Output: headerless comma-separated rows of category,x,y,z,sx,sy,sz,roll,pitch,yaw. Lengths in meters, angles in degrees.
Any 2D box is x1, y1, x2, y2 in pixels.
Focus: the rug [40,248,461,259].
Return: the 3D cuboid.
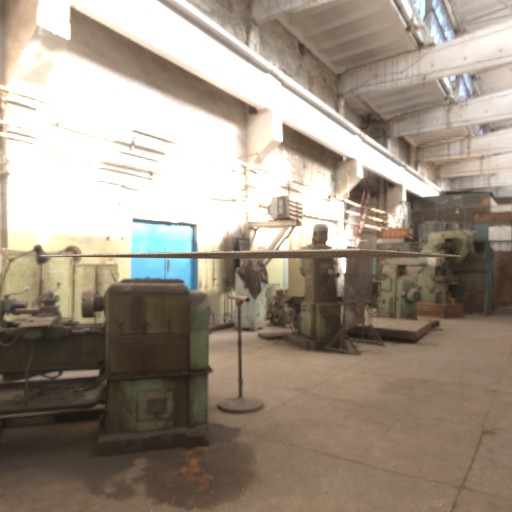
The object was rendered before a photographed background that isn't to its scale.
rug,0.000,0.000,4.069,3.040,0.014,2.423,-1,-1,36
